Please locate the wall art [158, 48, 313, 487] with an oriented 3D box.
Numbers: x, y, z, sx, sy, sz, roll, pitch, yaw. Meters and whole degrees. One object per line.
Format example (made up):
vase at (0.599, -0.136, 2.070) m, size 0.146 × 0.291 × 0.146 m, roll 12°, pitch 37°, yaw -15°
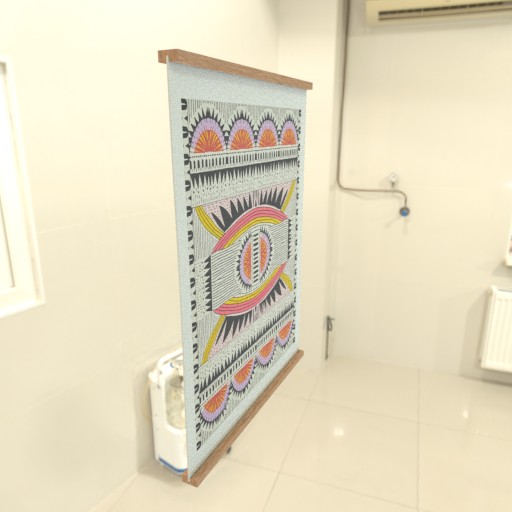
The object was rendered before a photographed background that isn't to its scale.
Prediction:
wall art at (0.000, 0.000, 0.786) m, size 0.028 × 0.609 × 0.456 m, roll 8°, pitch 18°, yaw 25°
